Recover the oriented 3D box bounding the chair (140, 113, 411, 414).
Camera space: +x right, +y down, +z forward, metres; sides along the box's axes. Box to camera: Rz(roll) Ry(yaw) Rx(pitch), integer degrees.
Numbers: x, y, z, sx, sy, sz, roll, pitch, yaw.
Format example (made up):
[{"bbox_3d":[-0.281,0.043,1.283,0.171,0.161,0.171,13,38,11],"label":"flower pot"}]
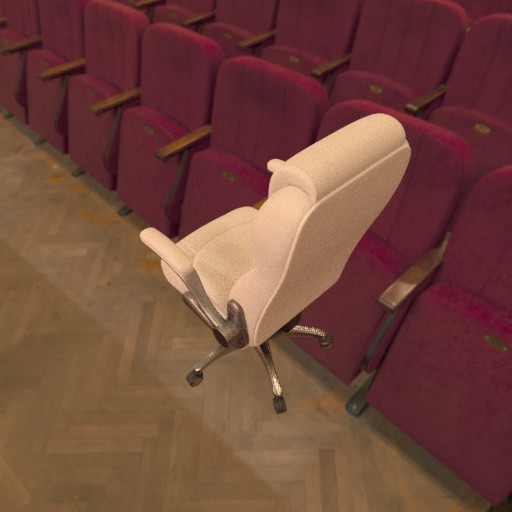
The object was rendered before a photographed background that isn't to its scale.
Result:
[{"bbox_3d":[0.000,0.000,1.786,0.755,1.330,0.806,-34,54,-29],"label":"chair"}]
